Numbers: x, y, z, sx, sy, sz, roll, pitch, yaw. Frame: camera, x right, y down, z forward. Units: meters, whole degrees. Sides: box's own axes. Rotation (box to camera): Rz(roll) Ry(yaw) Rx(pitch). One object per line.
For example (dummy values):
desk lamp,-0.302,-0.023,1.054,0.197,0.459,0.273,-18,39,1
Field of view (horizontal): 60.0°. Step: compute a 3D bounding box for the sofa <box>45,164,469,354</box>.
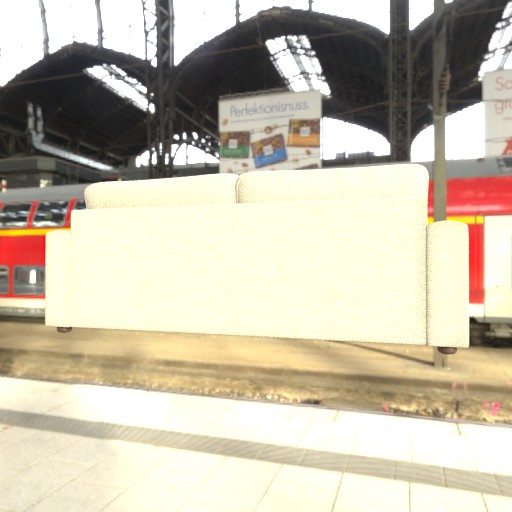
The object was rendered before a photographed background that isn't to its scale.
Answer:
sofa,0.000,0.000,2.658,2.179,0.873,1.016,0,-1,17
